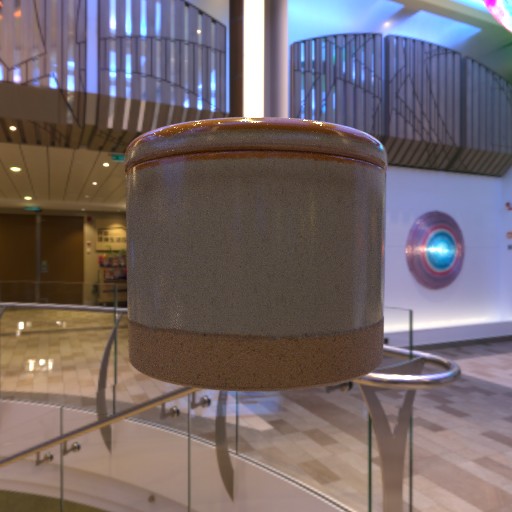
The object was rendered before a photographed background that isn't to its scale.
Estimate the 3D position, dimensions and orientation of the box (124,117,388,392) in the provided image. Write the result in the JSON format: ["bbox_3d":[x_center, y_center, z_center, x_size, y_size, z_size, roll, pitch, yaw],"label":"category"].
[{"bbox_3d":[0.000,0.000,0.215,0.123,0.100,0.123,0,0,0],"label":"box"}]
